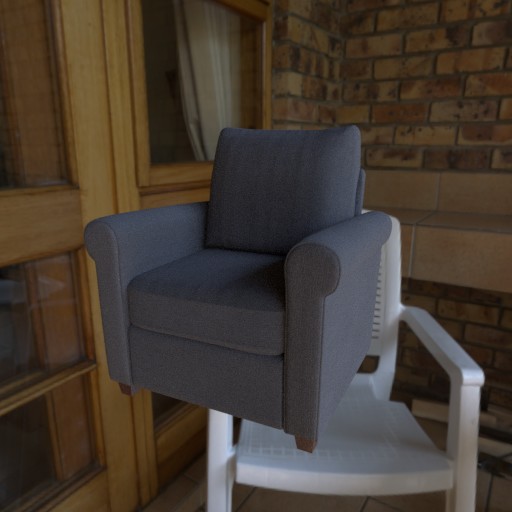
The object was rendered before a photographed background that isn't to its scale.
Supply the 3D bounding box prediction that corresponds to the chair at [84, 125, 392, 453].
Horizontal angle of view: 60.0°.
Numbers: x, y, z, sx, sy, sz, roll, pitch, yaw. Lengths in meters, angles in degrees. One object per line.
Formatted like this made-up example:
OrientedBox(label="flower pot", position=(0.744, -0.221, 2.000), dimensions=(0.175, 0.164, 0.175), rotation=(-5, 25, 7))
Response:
OrientedBox(label="chair", position=(0.000, 0.000, 1.649), dimensions=(0.867, 0.942, 0.828), rotation=(7, 16, 25))
